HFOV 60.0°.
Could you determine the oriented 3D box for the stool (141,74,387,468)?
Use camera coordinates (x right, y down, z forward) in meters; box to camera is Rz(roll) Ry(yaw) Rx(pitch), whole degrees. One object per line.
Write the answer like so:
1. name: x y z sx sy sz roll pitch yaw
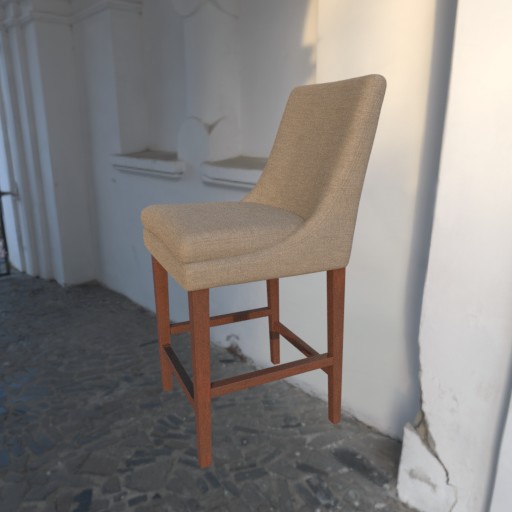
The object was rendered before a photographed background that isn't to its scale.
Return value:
1. stool: 0.000 0.000 1.302 0.577 0.981 0.470 -7 18 -24
